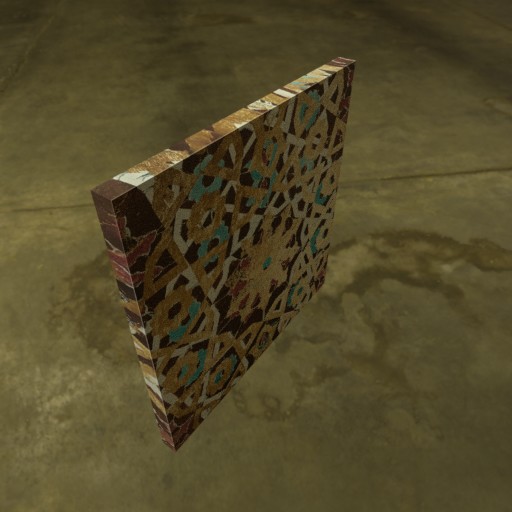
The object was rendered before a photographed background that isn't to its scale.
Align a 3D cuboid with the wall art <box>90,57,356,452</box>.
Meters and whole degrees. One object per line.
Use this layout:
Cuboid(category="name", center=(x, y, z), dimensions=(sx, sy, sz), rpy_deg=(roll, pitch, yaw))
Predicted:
Cuboid(category="wall art", center=(0.000, 0.000, 0.897), dimensions=(0.041, 0.613, 0.609), rpy_deg=(26, 47, 27))
